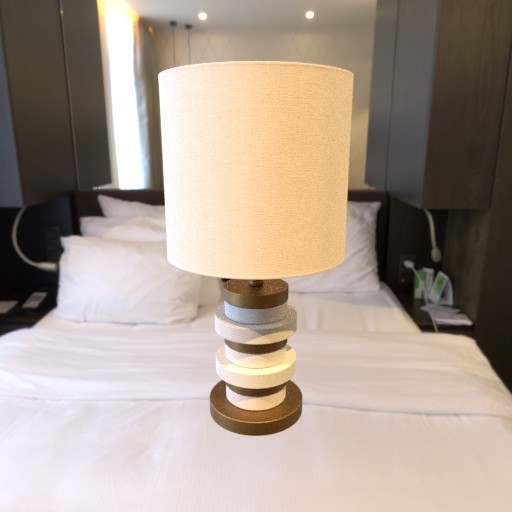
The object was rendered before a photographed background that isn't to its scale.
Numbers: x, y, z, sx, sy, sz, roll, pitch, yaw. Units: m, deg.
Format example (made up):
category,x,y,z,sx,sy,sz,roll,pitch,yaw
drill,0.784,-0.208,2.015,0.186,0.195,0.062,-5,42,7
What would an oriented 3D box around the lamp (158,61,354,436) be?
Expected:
category,x,y,z,sx,sy,sz,roll,pitch,yaw
lamp,0.000,0.000,0.534,0.210,0.410,0.210,-8,16,-28
